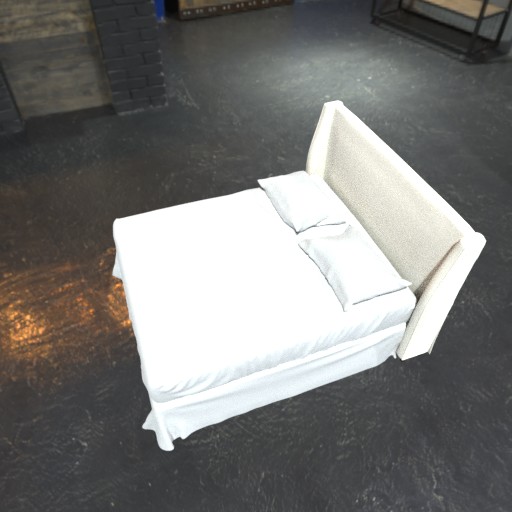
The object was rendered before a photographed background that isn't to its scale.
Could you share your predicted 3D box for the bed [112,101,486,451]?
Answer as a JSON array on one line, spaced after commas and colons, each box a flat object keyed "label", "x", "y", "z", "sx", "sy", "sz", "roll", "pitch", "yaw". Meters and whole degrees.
[{"label": "bed", "x": 0.000, "y": 0.000, "z": 3.457, "sx": 2.276, "sy": 1.332, "sz": 1.925, "roll": -15, "pitch": 48, "yaw": -14}]
